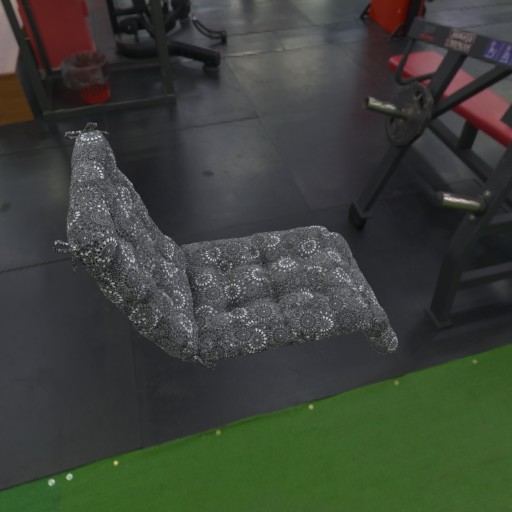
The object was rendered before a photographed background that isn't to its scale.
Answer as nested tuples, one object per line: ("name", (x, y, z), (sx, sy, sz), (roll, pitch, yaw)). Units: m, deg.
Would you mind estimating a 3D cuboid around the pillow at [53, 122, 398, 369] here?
("pillow", (0.000, 0.000, 1.487), (1.016, 0.863, 0.526), (-10, 48, -9))
